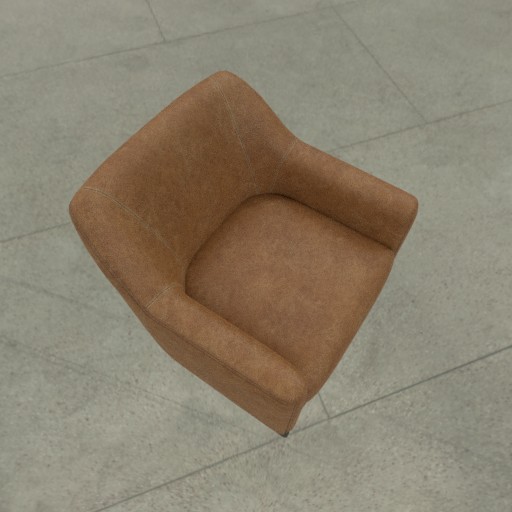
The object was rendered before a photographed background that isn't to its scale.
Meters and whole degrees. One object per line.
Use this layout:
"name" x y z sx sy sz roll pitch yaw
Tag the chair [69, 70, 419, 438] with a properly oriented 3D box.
"chair" 0.000 0.000 1.900 1.034 0.980 1.037 30 63 17
